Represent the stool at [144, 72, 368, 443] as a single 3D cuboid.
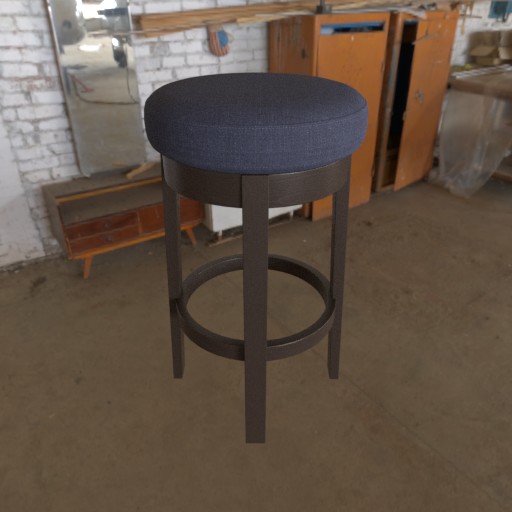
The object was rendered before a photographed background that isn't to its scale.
[{"bbox_3d":[0.000,0.000,1.030,0.446,0.758,0.446,0,31,0],"label":"stool"}]
